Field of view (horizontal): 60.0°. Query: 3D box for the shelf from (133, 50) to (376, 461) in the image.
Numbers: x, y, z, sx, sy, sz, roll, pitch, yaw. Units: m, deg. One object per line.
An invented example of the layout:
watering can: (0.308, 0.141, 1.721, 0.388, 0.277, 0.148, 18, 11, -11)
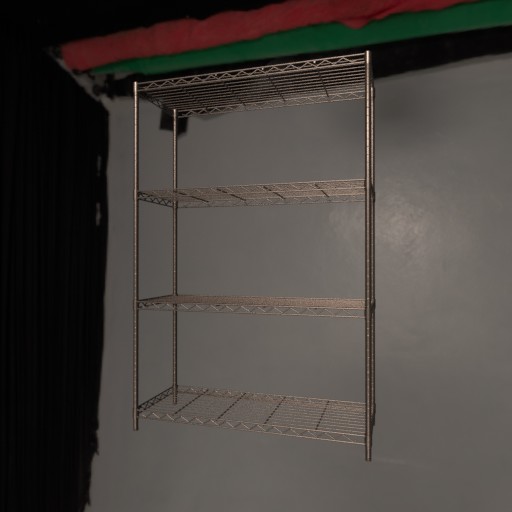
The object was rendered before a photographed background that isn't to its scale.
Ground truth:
shelf: (0.000, 0.000, 1.763, 0.907, 1.361, 0.352, 0, 0, 17)
